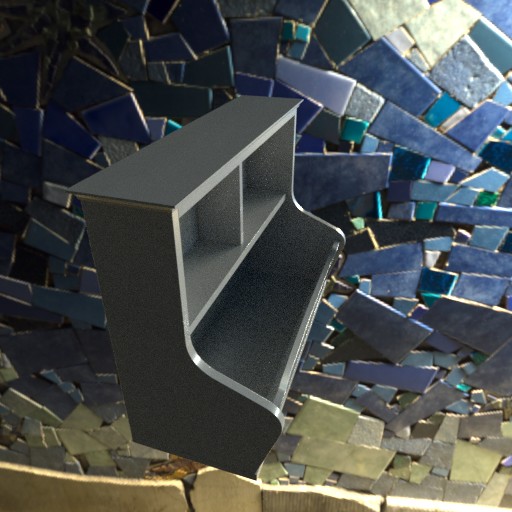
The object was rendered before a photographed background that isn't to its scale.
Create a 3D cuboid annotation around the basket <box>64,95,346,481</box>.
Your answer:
[{"bbox_3d":[0.000,0.000,1.092,0.350,0.600,0.780,10,32,16],"label":"basket"}]
